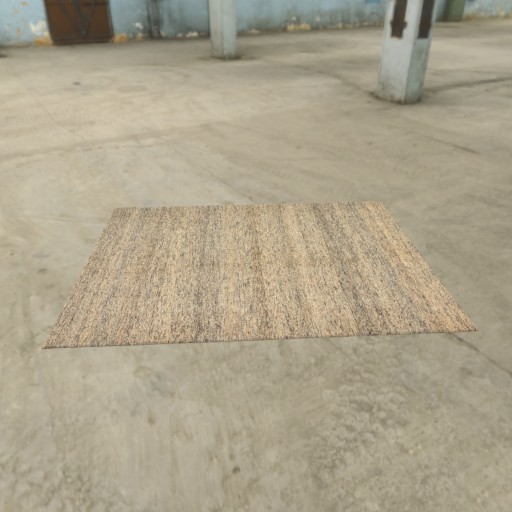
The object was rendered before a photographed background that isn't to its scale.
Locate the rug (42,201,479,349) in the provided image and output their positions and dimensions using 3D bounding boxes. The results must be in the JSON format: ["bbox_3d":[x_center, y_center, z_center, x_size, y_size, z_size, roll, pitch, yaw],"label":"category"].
[{"bbox_3d":[0.000,0.000,4.276,3.199,0.036,2.414,-2,31,-3],"label":"rug"}]
